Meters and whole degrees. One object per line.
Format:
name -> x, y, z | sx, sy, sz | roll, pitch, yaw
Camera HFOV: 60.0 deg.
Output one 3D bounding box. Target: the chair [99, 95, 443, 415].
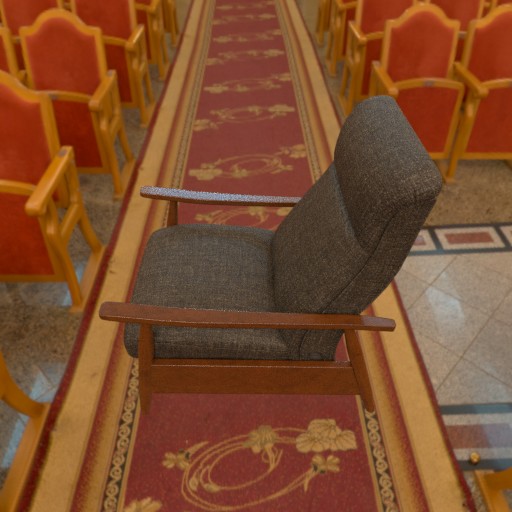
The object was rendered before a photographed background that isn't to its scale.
chair -> 0.000, 0.000, 1.747 | 1.014, 1.082, 0.762 | 0, 41, 0
